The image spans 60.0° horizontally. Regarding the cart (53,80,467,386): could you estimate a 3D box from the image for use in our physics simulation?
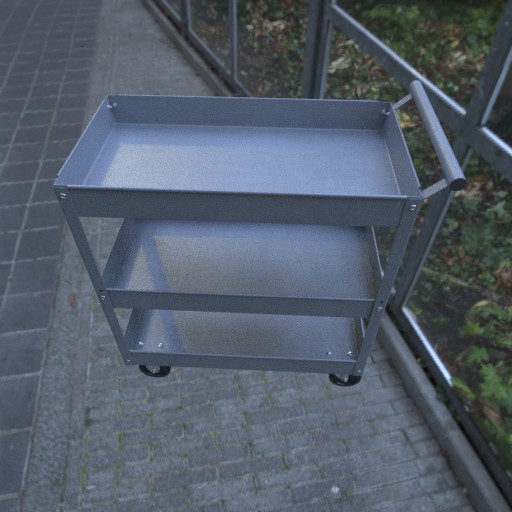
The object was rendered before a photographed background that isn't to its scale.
[{"bbox_3d":[0.000,0.000,1.145,0.719,0.780,0.366,2,46,2],"label":"cart"}]
